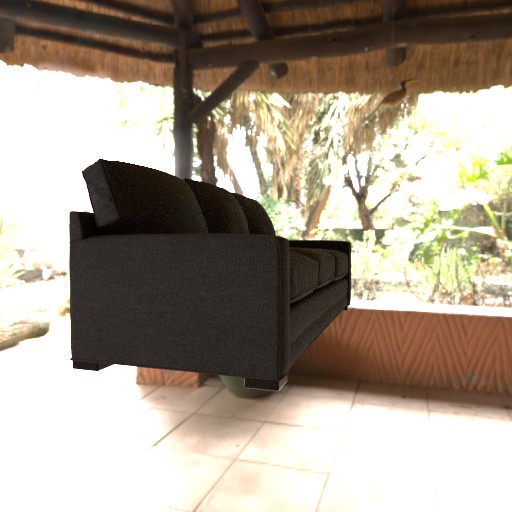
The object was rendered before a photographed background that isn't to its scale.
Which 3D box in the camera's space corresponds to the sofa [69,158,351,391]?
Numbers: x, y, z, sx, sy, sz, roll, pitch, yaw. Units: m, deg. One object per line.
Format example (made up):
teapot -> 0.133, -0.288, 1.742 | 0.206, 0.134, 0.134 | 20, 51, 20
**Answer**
sofa -> 0.000, 0.000, 2.941 | 1.004, 0.978, 2.369 | 0, 1, 18
